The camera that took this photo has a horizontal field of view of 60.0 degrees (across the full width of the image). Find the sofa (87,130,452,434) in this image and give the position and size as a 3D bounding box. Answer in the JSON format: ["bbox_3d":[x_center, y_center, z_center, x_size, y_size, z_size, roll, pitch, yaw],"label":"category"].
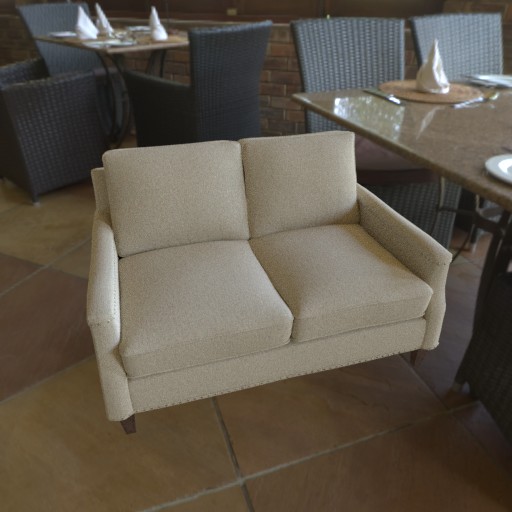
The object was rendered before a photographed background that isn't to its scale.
[{"bbox_3d":[0.000,0.000,2.259,1.597,1.003,1.084,-9,33,-14],"label":"sofa"}]
